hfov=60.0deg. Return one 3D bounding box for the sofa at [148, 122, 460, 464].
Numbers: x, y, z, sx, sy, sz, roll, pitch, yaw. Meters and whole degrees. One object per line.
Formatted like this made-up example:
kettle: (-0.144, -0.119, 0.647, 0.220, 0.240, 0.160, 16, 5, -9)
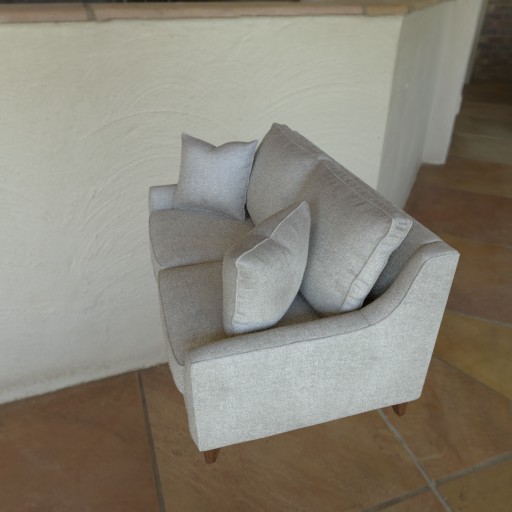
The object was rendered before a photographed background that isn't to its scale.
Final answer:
sofa: (0.000, 0.000, 2.002, 0.915, 0.863, 1.422, -9, 32, -14)
